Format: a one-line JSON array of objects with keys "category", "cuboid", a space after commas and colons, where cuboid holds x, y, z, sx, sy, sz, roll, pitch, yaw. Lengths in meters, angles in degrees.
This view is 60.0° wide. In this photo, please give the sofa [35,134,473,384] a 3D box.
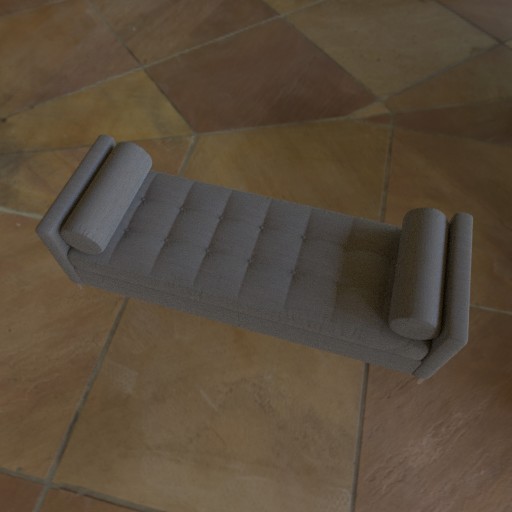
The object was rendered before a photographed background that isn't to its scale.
[{"category": "sofa", "cuboid": [0.000, 0.000, 2.354, 1.981, 0.635, 0.686, 14, 59, 9]}]
